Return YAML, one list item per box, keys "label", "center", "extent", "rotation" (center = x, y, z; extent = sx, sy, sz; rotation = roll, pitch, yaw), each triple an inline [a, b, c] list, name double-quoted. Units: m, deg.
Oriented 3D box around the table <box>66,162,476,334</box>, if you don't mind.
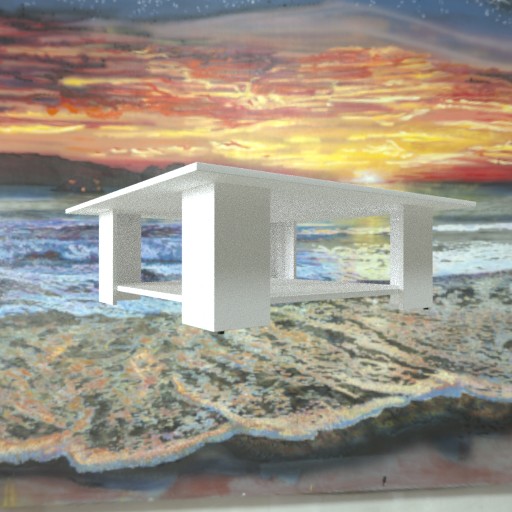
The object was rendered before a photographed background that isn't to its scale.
- label: "table"
  center: [0.000, 0.000, 1.348]
  extent: [0.890, 0.305, 0.890]
  rotation: [0, 0, -36]
